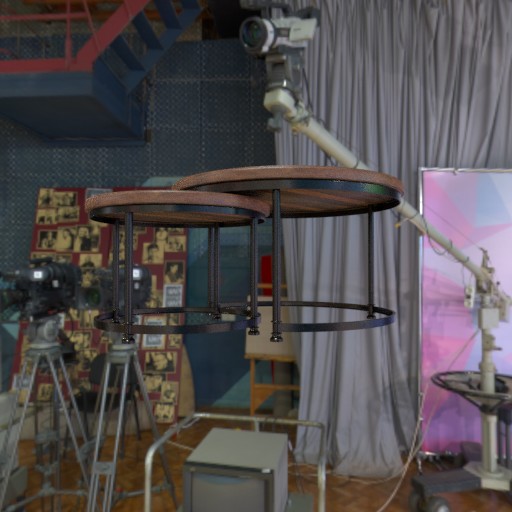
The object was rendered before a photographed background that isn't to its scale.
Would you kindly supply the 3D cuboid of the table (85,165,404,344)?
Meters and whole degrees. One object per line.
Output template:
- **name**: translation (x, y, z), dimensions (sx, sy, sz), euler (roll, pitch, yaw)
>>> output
- **table**: translation (0.000, 0.000, 1.632), dimensions (1.152, 0.516, 0.870), euler (1, -1, -36)
